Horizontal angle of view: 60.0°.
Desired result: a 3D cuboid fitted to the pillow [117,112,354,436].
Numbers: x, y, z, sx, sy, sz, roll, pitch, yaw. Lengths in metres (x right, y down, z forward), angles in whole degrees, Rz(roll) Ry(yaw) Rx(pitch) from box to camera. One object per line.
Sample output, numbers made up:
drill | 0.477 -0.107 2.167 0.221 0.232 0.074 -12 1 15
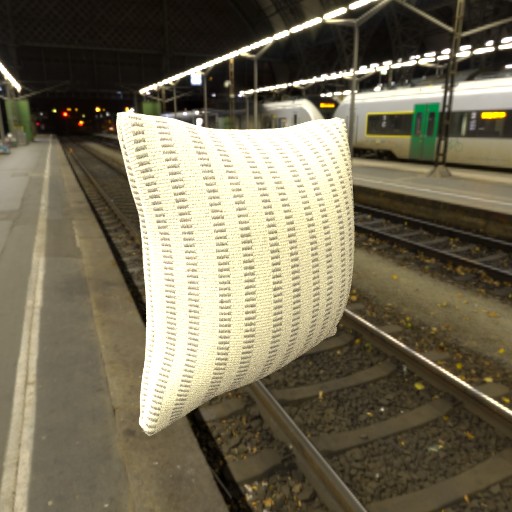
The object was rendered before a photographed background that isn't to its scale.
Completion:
pillow | 0.000 0.000 0.690 0.247 0.419 0.438 16 22 43
